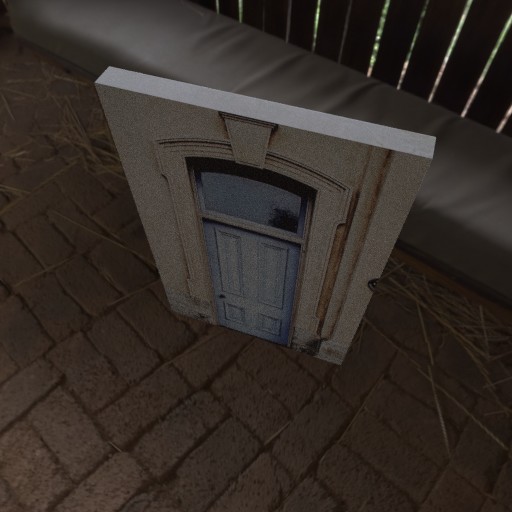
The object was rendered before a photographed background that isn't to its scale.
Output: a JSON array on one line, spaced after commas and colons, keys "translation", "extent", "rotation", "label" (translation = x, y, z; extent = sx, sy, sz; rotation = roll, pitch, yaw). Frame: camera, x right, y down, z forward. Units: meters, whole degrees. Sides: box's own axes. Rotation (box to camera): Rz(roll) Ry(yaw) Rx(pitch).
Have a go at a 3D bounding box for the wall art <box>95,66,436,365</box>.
[{"translation": [0.000, 0.000, 0.763], "extent": [0.403, 0.607, 0.036], "rotation": [16, 57, 11], "label": "wall art"}]
